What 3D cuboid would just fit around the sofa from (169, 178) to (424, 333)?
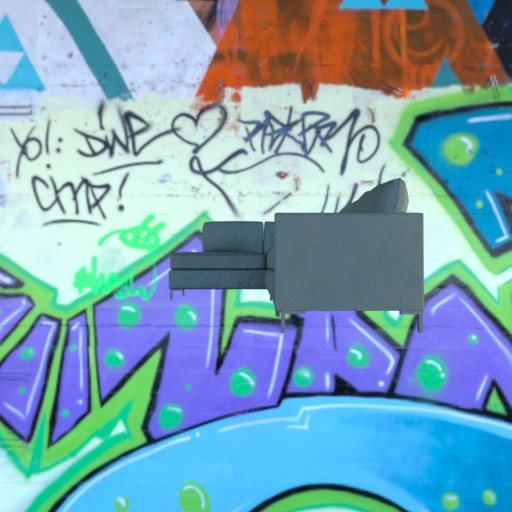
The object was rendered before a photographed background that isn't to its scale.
[{"bbox_3d":[0.000,0.000,4.374,2.048,0.996,3.384,0,-1,0],"label":"sofa"}]
